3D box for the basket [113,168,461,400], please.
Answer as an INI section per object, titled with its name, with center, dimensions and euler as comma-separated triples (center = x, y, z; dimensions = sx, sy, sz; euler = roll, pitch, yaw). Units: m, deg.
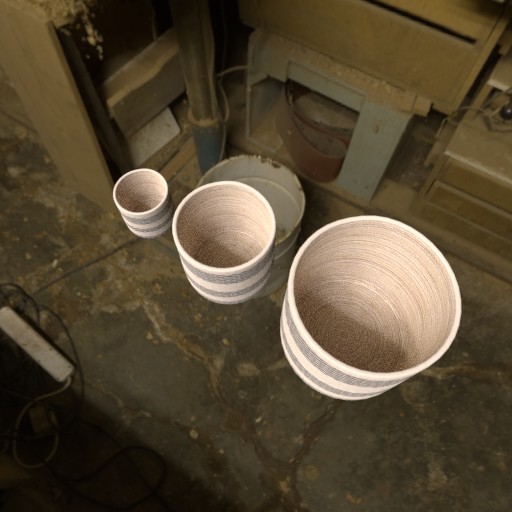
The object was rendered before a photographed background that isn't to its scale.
[basket]
center = 0.000, 0.000, 1.111
dimensions = 0.917, 0.356, 0.351
euler = 31, 69, 14
